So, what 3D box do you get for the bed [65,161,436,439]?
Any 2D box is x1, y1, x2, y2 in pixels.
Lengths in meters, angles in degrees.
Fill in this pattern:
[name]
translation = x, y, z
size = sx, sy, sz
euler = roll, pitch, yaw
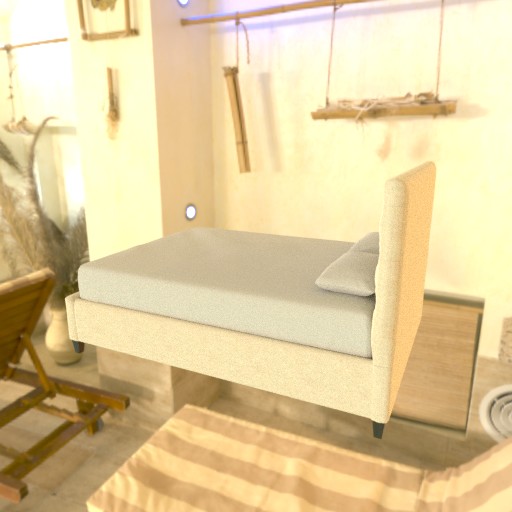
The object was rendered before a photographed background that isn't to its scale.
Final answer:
[bed]
translation = 0.000, 0.000, 3.462
size = 2.387, 1.427, 1.698
euler = 7, 17, 25
